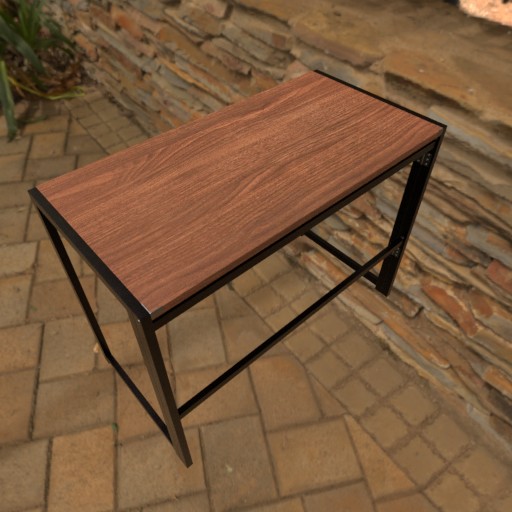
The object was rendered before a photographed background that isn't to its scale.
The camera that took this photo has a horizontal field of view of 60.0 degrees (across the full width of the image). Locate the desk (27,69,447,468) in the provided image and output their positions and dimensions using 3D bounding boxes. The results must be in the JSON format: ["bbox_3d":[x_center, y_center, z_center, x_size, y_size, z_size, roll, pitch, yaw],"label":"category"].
[{"bbox_3d":[0.000,0.000,1.433,1.016,0.762,0.508,-33,54,-28],"label":"desk"}]
